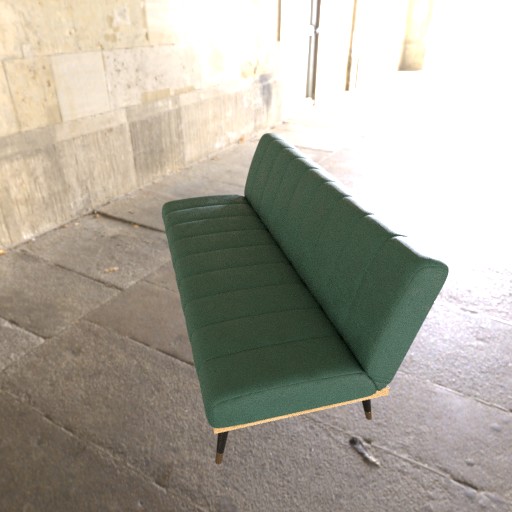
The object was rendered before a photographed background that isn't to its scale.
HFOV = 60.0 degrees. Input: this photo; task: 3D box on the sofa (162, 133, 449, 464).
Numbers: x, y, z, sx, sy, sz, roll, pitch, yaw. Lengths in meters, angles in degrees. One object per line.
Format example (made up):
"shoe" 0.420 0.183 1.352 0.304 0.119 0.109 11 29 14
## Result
"sofa" 0.000 0.000 2.283 0.830 0.820 1.810 -8 30 -13
